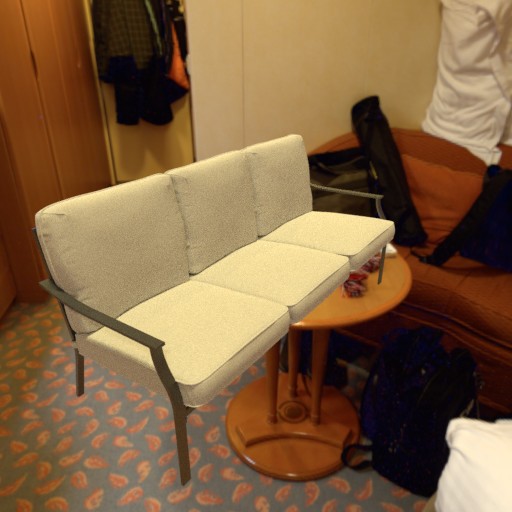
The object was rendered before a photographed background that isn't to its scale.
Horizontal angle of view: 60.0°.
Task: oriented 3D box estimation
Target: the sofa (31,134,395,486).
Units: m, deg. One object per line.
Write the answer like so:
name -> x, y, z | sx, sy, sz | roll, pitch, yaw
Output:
sofa -> 0.000, 0.000, 2.119 | 0.787, 0.860, 1.740 | 18, 31, 32
